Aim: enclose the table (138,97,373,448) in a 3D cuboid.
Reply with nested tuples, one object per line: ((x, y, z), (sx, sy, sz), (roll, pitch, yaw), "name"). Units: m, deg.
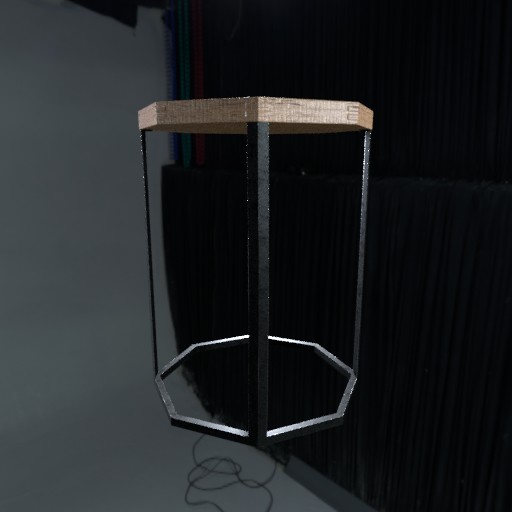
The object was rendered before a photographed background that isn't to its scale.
((0.000, 0.000, 0.887), (0.437, 0.553, 0.437), (13, 18, 43), "table")
